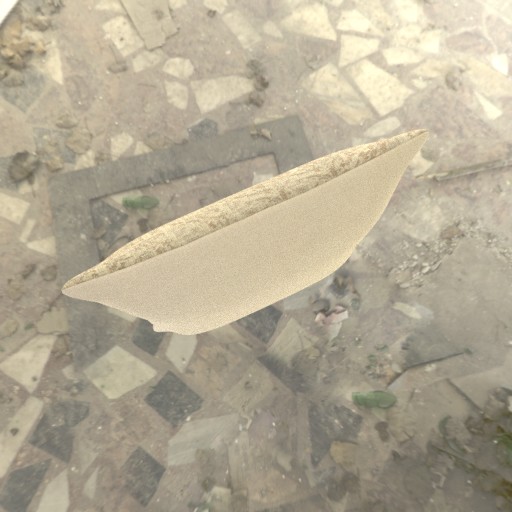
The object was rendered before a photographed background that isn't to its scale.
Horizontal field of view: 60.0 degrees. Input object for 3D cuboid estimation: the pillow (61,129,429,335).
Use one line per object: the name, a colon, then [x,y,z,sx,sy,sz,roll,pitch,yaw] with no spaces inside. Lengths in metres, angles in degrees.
pillow: [0.000,0.000,0.808,0.523,0.510,0.166,-24,76,-7]
